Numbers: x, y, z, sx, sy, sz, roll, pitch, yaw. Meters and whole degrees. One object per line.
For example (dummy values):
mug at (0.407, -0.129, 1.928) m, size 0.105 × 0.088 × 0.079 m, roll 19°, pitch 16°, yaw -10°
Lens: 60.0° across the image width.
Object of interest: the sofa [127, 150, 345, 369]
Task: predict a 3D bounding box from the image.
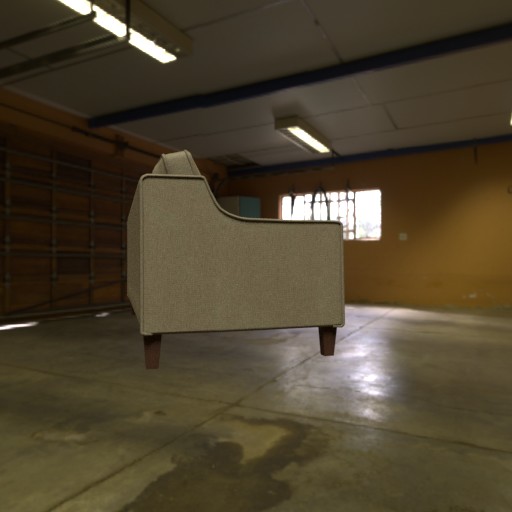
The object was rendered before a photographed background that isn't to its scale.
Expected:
sofa at (0.000, 0.000, 3.384) m, size 1.858 × 1.081 × 2.317 m, roll 0°, pitch -1°, yaw -18°
